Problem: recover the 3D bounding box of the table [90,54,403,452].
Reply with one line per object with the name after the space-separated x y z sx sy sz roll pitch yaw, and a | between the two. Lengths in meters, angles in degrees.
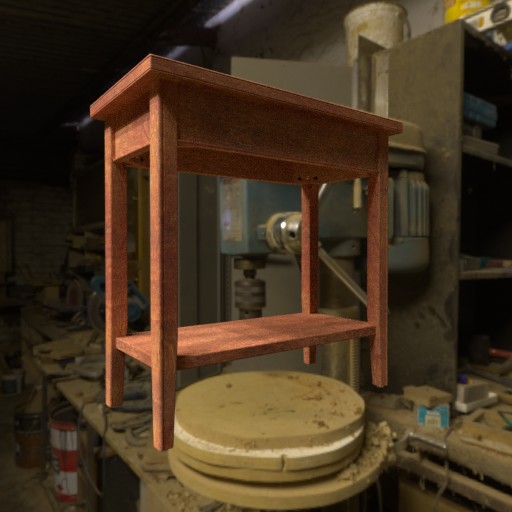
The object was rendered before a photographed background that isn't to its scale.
0.000 0.000 0.961 0.610 0.610 0.305 -1 2 -36 | table
